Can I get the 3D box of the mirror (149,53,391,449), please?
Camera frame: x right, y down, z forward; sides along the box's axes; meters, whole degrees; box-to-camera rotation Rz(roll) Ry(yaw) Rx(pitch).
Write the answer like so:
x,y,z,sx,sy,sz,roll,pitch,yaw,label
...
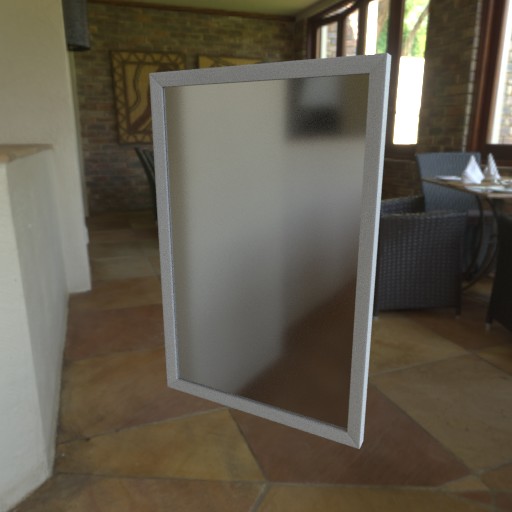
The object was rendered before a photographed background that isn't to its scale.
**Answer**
x,y,z,sx,sy,sz,roll,pitch,yaw,label
0.000,0.000,1.147,0.609,0.915,0.040,8,17,27,mirror
